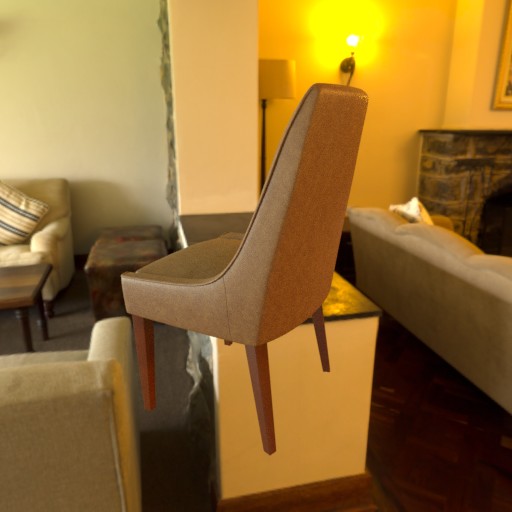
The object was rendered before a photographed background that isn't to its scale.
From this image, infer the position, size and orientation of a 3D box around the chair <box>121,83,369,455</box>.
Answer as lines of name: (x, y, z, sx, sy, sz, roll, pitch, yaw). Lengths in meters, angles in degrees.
chair: (0.000, 0.000, 1.232, 0.544, 0.861, 0.529, 9, 19, 26)
